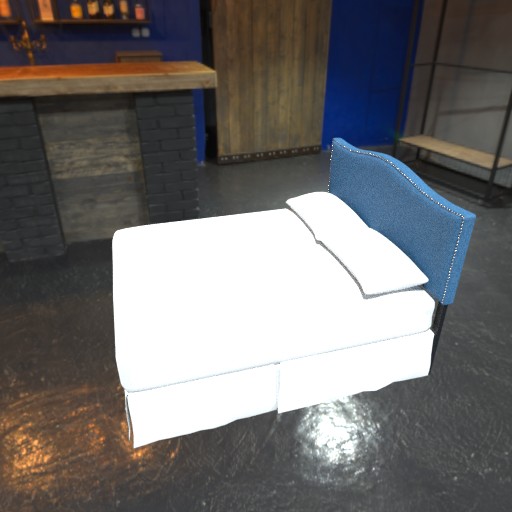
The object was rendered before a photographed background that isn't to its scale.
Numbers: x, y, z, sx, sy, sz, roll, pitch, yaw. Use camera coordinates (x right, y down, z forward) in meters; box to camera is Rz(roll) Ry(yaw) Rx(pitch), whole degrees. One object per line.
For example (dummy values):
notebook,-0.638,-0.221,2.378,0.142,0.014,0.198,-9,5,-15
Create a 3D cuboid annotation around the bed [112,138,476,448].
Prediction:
bed,0.000,0.000,2.924,1.872,1.169,1.610,-8,31,-14
